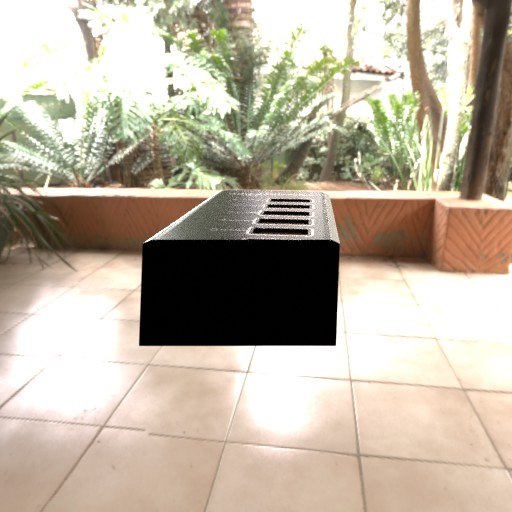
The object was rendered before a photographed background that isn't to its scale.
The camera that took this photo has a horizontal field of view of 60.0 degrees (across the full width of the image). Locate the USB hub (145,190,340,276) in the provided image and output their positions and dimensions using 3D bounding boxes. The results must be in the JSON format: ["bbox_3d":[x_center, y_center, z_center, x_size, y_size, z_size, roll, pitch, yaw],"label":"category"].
[{"bbox_3d":[0.000,0.000,0.128,0.044,0.023,0.110,2,16,7],"label":"USB hub"}]
